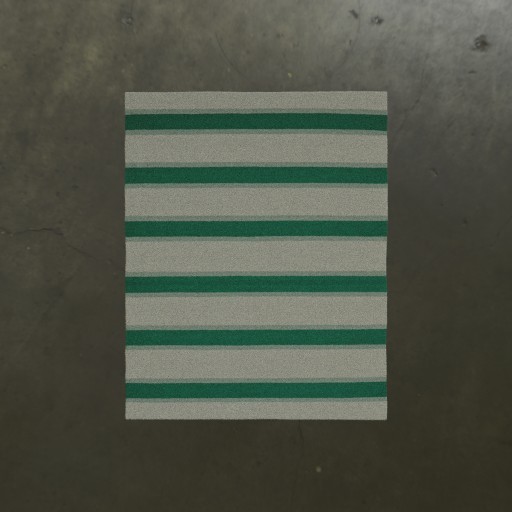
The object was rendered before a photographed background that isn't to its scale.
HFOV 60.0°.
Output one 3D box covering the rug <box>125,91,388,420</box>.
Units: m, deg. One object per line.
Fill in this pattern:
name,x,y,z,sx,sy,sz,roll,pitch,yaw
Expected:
rug,0.000,0.000,4.108,2.434,0.019,3.041,0,90,0
